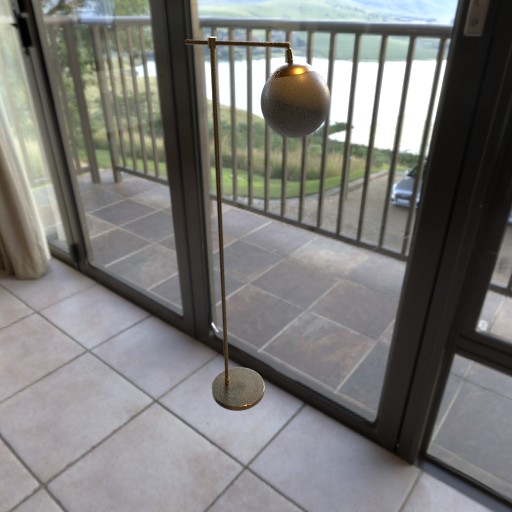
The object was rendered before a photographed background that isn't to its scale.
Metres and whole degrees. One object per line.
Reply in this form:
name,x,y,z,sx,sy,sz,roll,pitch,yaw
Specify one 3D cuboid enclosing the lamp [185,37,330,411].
lamp,0.000,0.000,1.704,0.476,1.505,0.249,10,31,18
